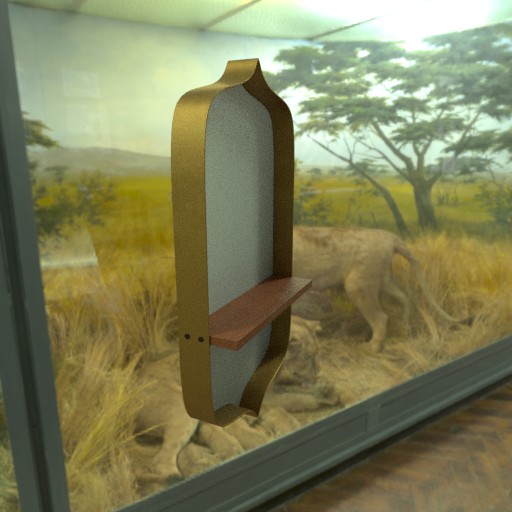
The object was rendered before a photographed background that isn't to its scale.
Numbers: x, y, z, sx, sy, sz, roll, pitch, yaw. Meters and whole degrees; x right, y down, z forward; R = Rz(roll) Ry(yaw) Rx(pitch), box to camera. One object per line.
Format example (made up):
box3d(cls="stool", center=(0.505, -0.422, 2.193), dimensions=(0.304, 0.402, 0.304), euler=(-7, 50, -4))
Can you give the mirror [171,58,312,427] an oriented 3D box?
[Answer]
box3d(cls="mirror", center=(0.000, 0.000, 0.741), dimensions=(0.096, 0.613, 0.323), euler=(7, 16, 25))
